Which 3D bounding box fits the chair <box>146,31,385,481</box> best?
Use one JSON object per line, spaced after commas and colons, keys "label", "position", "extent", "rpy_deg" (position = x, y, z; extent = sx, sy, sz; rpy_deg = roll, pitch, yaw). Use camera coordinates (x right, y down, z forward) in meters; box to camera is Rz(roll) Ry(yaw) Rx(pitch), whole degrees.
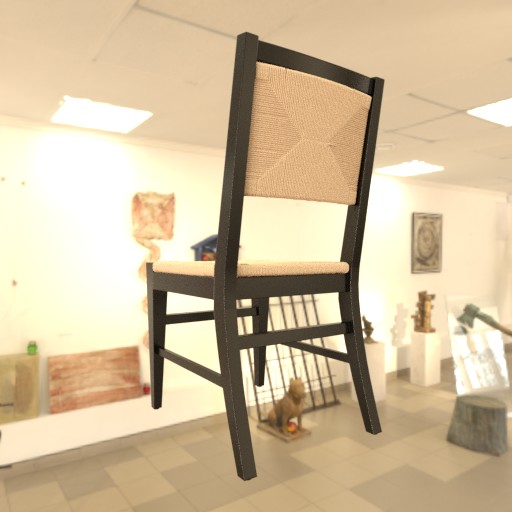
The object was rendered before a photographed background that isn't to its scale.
{"label": "chair", "position": [0.000, 0.000, 1.246], "extent": [0.437, 0.927, 0.552], "rpy_deg": [0, 1, -35]}
